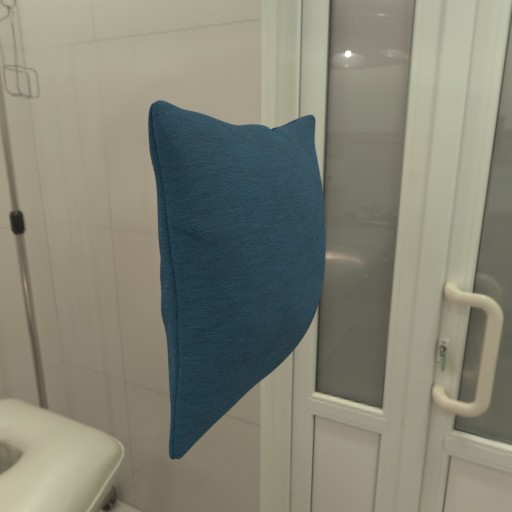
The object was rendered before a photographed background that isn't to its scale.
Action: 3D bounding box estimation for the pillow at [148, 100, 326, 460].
[{"bbox_3d":[0.000,0.000,0.667,0.177,0.420,0.437,8,17,26],"label":"pillow"}]
